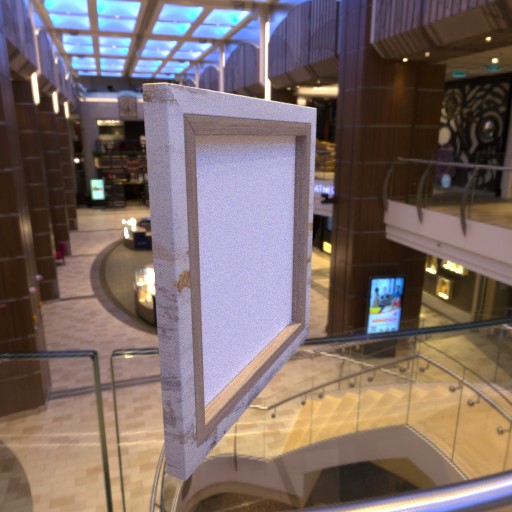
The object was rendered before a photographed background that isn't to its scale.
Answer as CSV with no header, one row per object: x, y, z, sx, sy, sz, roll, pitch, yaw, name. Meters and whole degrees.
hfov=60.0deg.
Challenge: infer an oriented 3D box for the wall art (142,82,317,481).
0.000,0.000,0.920,0.040,0.613,0.611,7,17,25,wall art
